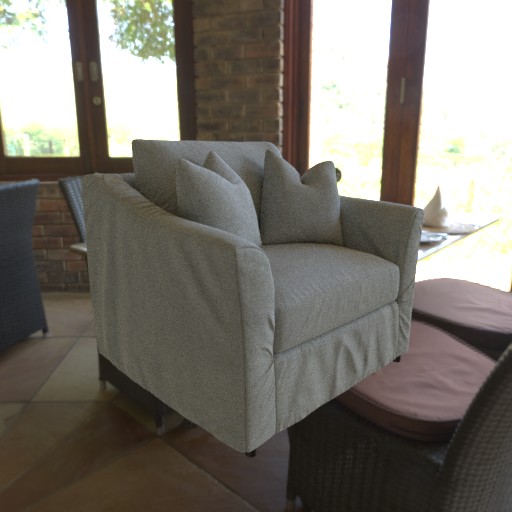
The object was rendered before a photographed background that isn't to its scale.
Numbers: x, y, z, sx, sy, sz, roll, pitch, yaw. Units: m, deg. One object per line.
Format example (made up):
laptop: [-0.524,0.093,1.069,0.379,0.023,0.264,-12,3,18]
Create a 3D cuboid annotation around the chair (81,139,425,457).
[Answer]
chair: [0.000,0.000,2.075,1.194,1.059,1.071,-13,19,-42]
